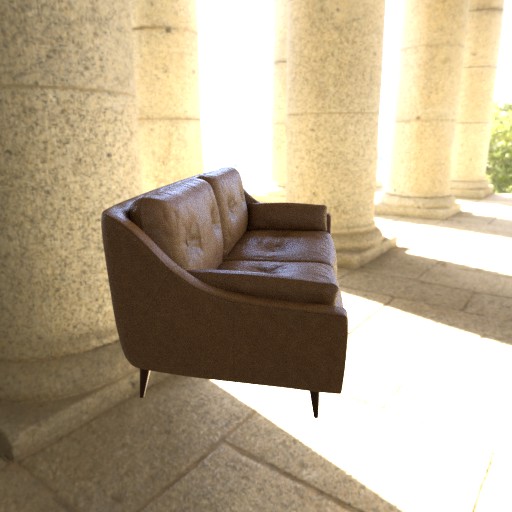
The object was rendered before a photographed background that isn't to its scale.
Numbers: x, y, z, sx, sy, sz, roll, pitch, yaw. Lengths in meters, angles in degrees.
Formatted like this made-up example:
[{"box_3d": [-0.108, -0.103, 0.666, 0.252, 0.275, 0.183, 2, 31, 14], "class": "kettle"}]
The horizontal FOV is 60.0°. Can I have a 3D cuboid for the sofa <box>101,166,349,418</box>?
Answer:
[{"box_3d": [0.000, 0.000, 2.391, 0.904, 0.839, 1.902, 2, 16, 7], "class": "sofa"}]
